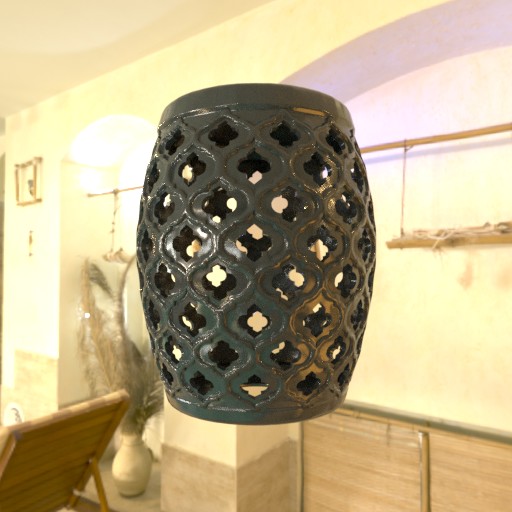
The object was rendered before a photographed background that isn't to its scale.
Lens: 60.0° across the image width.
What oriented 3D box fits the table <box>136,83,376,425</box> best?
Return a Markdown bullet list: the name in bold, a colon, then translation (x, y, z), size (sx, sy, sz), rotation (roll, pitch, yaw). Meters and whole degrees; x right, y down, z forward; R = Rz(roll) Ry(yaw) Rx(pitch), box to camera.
- **table**: translation (0.000, 0.000, 0.621), size (0.325, 0.388, 0.325), rotation (0, -1, 0)
